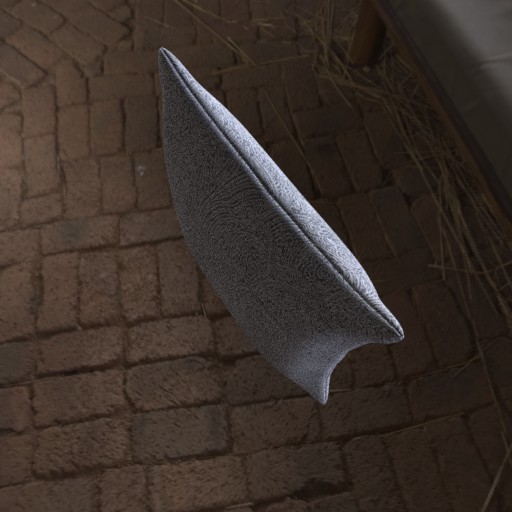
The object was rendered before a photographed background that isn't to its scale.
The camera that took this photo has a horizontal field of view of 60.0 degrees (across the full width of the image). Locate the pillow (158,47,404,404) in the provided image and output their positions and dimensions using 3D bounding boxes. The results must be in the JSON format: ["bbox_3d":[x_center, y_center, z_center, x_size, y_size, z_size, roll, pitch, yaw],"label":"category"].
[{"bbox_3d":[0.000,0.000,0.775,0.166,0.510,0.523,-32,69,-14],"label":"pillow"}]
